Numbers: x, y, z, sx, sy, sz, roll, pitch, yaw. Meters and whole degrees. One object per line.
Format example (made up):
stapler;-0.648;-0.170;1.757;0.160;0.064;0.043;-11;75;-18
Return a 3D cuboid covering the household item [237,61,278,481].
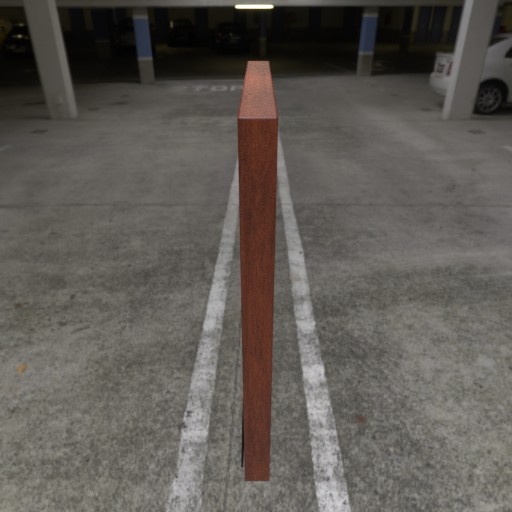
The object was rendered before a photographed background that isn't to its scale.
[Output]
household item;0.000;0.000;0.336;0.020;0.250;0.200;0;30;0
